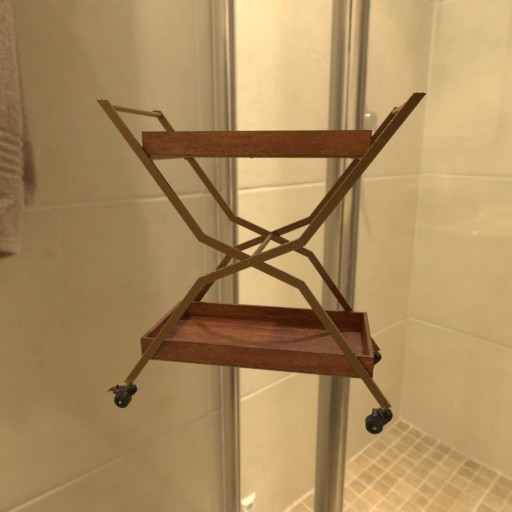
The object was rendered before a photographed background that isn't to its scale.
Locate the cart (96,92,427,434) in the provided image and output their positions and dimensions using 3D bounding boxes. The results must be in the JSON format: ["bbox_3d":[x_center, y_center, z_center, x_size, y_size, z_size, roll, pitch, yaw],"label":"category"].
[{"bbox_3d":[0.000,0.000,1.330,0.836,0.869,0.405,3,14,10],"label":"cart"}]
